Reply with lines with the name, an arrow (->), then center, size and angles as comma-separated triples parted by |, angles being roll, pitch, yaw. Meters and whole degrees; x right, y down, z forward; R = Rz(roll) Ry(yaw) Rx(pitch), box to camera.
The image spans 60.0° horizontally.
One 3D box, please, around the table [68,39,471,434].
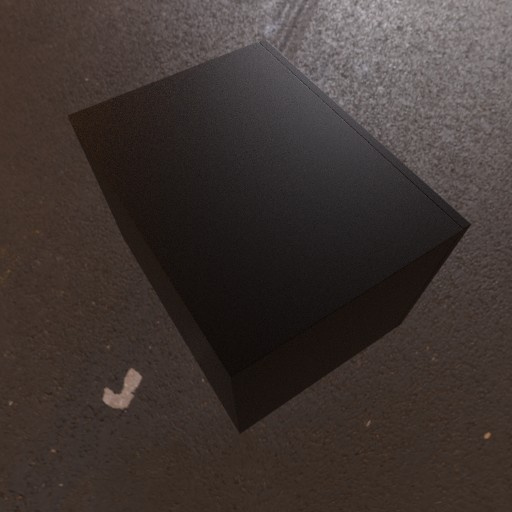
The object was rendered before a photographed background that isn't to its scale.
table -> 0.000, 0.000, 0.983 | 0.441, 0.584, 0.564 | -29, 63, -17
